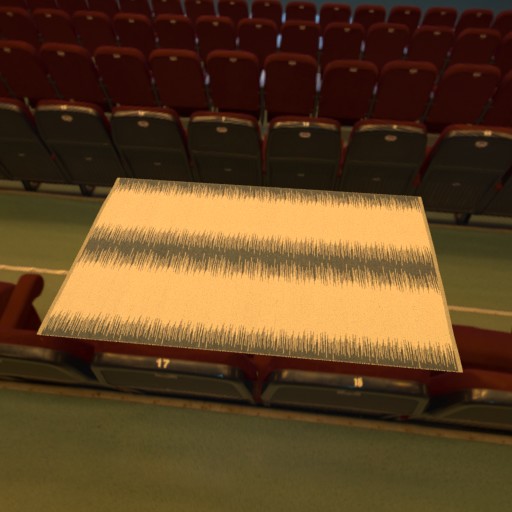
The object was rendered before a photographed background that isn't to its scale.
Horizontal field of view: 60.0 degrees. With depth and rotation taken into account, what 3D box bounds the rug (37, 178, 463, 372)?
[{"bbox_3d":[0.000,0.000,3.039,2.453,0.003,1.519,4,47,4],"label":"rug"}]
